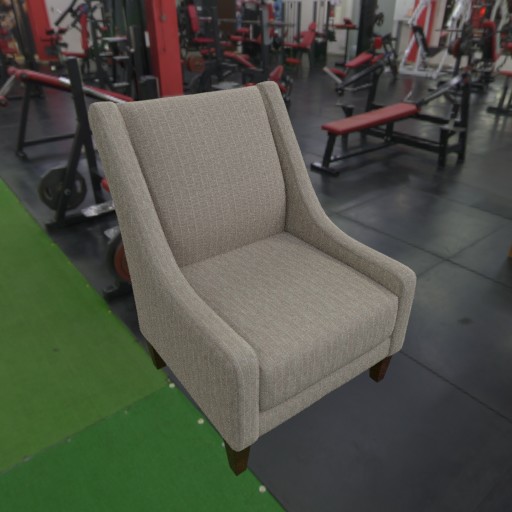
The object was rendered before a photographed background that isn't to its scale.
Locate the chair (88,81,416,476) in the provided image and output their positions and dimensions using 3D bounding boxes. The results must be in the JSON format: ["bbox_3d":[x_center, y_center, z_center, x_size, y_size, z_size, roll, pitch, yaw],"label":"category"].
[{"bbox_3d":[0.000,0.000,1.580,0.774,1.014,0.870,-20,36,-31],"label":"chair"}]
